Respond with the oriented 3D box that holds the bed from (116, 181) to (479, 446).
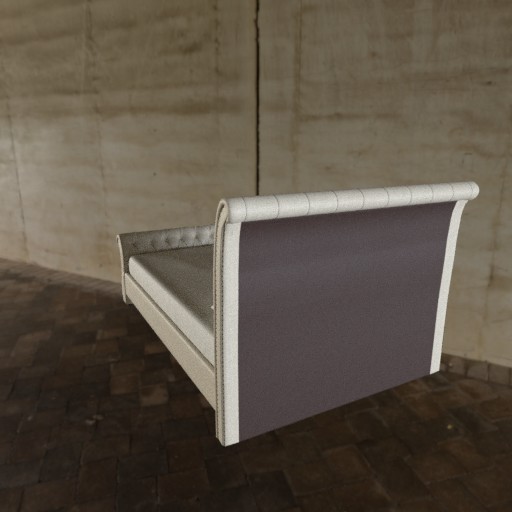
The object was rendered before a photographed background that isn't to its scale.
[{"bbox_3d":[0.000,0.000,3.403,1.606,1.268,2.493,-8,17,-28],"label":"bed"}]
